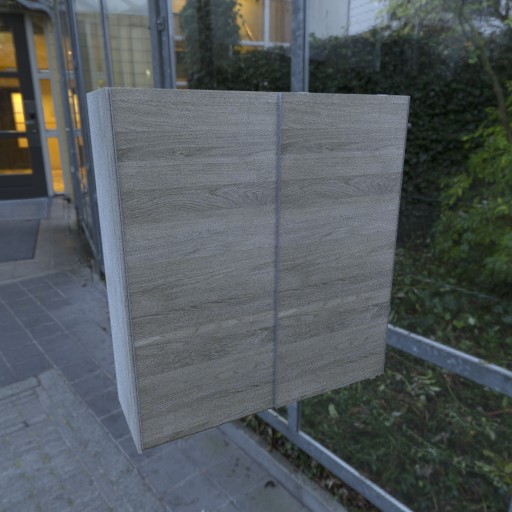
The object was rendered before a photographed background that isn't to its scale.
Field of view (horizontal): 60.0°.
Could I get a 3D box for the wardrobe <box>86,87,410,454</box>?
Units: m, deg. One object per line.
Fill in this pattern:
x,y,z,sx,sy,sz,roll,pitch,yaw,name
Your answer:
0.000,0.000,2.852,1.780,1.960,0.629,-9,19,-26,wardrobe
